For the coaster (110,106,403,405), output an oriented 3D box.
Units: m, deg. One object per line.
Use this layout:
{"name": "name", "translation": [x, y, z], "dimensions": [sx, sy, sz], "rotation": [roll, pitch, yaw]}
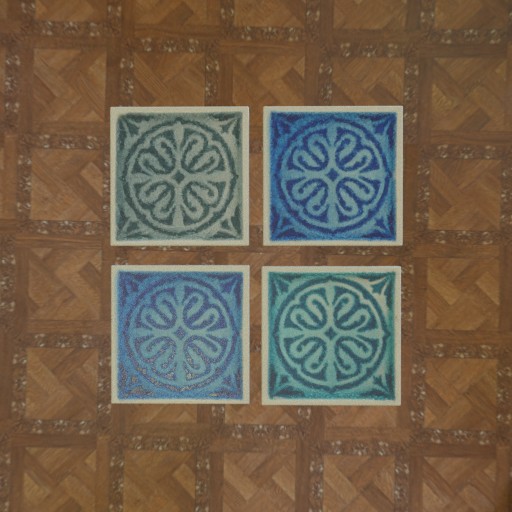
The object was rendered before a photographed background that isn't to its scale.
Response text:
{"name": "coaster", "translation": [0.000, 0.000, 0.330], "dimensions": [0.214, 0.010, 0.219], "rotation": [0, 90, 1]}
